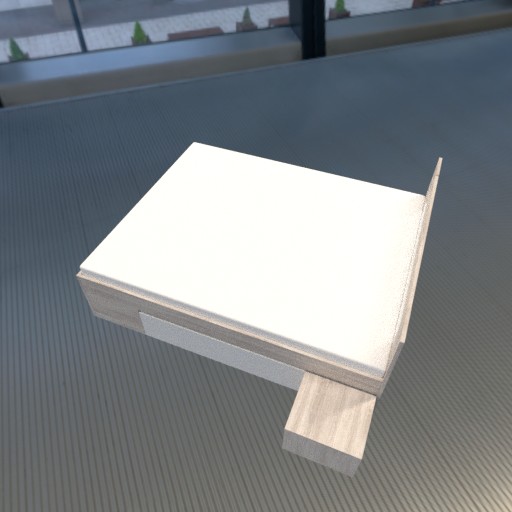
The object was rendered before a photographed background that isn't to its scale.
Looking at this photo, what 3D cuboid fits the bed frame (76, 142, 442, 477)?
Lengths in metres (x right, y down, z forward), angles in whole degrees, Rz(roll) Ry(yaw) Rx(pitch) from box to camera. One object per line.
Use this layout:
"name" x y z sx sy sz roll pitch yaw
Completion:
"bed frame" 0.000 0.000 3.097 2.050 0.860 2.040 16 49 15
